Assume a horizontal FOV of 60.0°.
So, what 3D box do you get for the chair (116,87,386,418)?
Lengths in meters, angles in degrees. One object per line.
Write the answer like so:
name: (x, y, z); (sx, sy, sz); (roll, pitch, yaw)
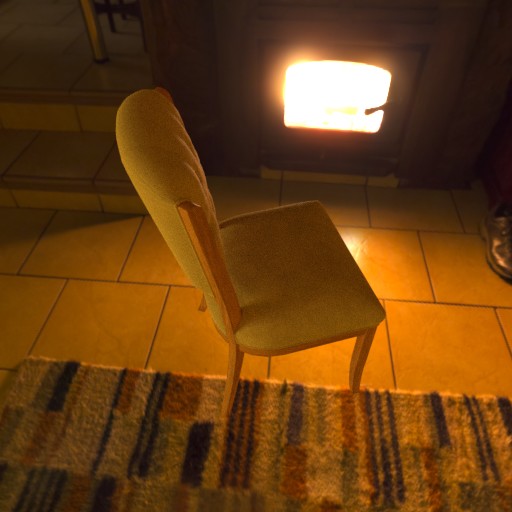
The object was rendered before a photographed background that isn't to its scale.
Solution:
chair: (0.000, 0.000, 1.247); (0.584, 0.905, 0.513); (-11, 46, -10)
